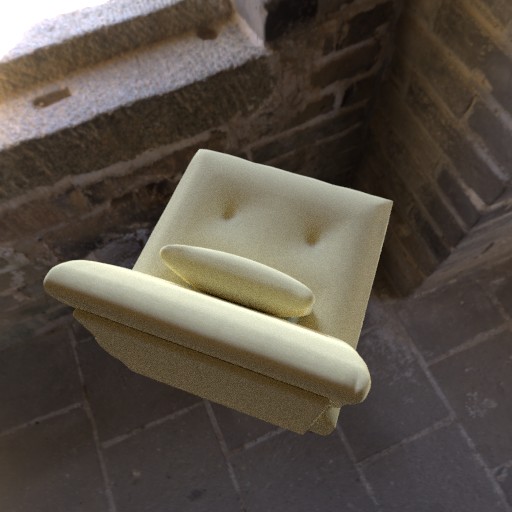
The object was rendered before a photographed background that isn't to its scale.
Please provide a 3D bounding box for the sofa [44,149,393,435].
[{"bbox_3d":[0.000,0.000,1.674,0.930,0.820,1.000,18,64,9],"label":"sofa"}]
